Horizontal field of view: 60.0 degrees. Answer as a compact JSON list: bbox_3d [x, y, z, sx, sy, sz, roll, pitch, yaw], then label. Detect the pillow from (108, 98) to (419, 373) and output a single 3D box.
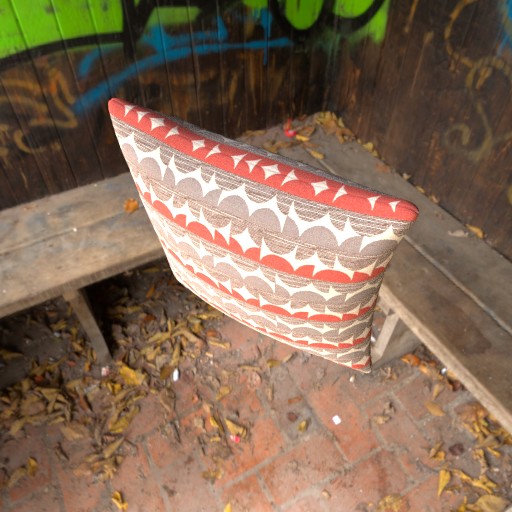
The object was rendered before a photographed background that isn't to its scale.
[{"bbox_3d":[0.000,0.000,0.663,0.420,0.410,0.180,25,52,21],"label":"pillow"}]
